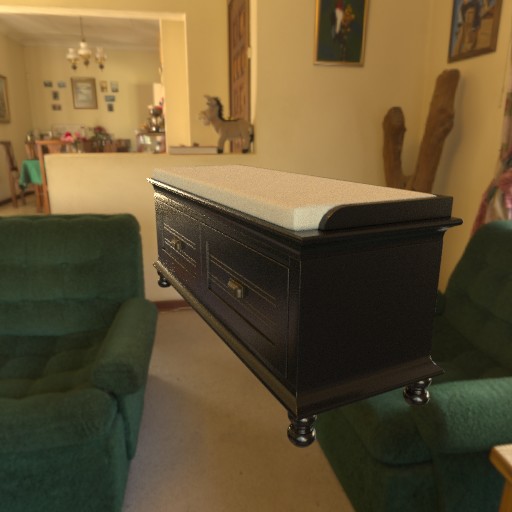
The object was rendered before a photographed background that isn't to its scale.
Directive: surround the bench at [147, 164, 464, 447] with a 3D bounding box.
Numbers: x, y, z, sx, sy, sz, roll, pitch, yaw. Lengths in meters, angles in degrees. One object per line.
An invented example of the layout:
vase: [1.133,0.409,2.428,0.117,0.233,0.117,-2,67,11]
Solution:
bench: [0.000,0.000,1.421,0.402,0.501,1.185,-7,17,-25]
